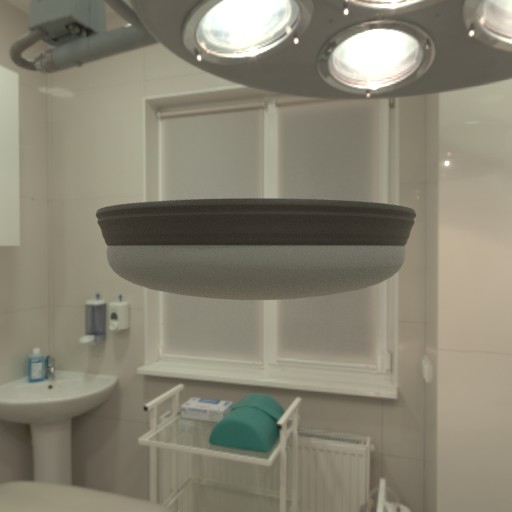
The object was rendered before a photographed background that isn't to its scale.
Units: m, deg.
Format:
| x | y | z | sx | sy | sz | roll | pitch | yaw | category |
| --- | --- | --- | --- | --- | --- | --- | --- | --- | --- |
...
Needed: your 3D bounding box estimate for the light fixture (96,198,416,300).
| x | y | z | sx | sy | sz | roll | pitch | yaw | category |
| --- | --- | --- | --- | --- | --- | --- | --- | --- | --- |
| 0.000 | 0.000 | 0.542 | 0.368 | 0.100 | 0.368 | 0 | 1 | 0 | light fixture |
